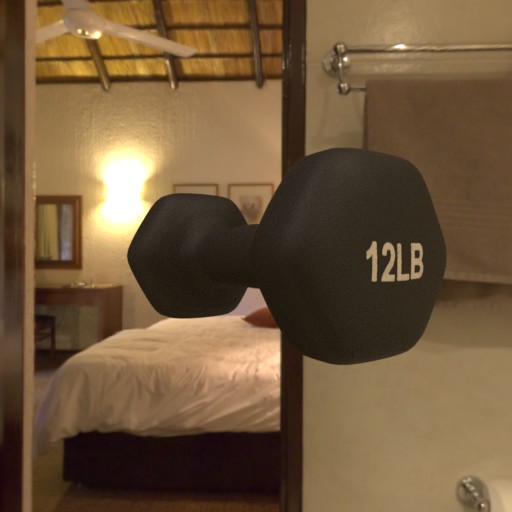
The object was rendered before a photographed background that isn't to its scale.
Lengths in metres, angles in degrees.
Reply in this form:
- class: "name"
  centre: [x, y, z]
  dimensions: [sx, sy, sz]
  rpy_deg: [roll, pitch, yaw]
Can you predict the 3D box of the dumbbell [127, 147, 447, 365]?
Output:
- class: "dumbbell"
  centre: [0.000, 0.000, 0.294]
  dimensions: [0.112, 0.101, 0.231]
  rpy_deg: [0, 0, -33]
